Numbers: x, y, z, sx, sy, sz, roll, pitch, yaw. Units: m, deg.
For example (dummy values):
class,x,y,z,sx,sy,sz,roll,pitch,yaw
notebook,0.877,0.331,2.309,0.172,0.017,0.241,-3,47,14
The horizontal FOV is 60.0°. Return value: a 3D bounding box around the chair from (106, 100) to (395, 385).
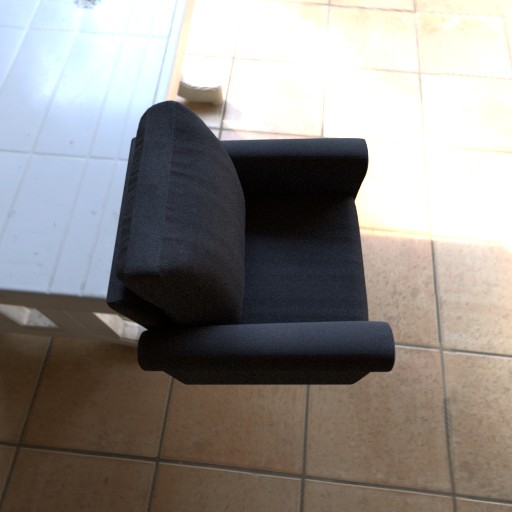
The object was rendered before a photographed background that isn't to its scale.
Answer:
class,x,y,z,sx,sy,sz,roll,pitch,yaw
chair,0.000,0.000,1.608,0.828,0.942,0.867,0,64,0
